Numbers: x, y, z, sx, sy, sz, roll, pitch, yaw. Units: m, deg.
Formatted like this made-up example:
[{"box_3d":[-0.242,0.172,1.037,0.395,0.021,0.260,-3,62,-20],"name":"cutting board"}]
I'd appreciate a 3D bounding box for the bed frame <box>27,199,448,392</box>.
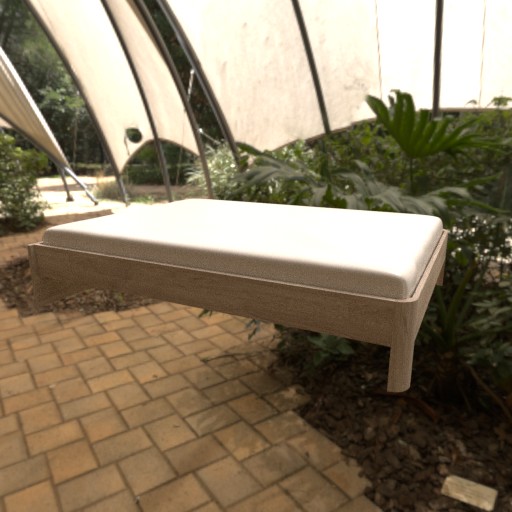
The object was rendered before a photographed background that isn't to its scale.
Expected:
[{"box_3d":[0.000,0.000,2.580,1.950,0.462,1.490,7,17,26],"name":"bed frame"}]
